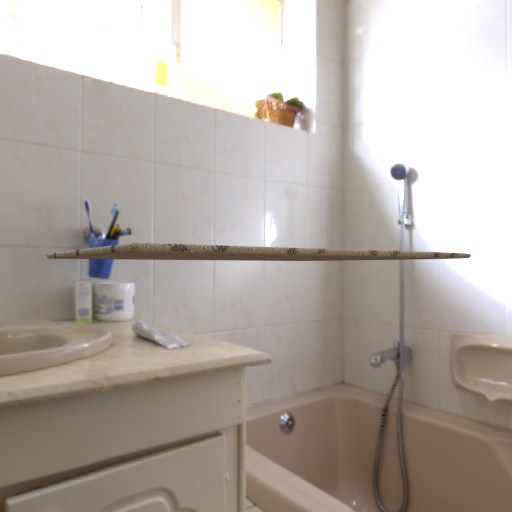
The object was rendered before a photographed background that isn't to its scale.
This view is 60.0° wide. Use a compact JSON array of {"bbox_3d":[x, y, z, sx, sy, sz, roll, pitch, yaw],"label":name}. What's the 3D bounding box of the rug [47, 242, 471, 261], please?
[{"bbox_3d":[0.000,0.000,2.074,1.600,0.025,1.200,1,-2,-35],"label":"rug"}]
